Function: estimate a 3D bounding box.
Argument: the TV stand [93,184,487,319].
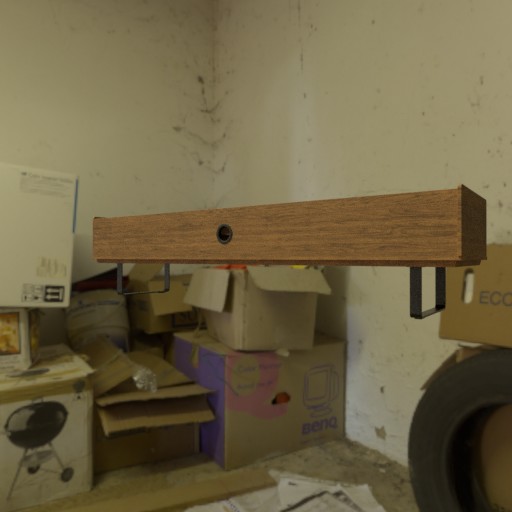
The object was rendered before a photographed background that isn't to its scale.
[{"bbox_3d":[0.000,0.000,1.994,1.796,0.415,0.467,0,0,36],"label":"TV stand"}]
